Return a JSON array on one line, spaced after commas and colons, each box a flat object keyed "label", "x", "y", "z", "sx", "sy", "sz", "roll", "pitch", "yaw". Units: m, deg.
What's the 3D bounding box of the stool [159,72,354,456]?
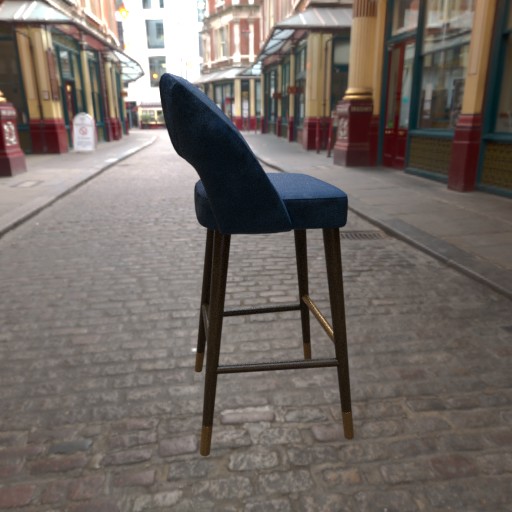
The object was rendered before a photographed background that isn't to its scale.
[{"label": "stool", "x": 0.000, "y": 0.000, "z": 1.340, "sx": 0.515, "sy": 1.016, "sz": 0.514, "roll": -3, "pitch": 17, "yaw": -9}]
